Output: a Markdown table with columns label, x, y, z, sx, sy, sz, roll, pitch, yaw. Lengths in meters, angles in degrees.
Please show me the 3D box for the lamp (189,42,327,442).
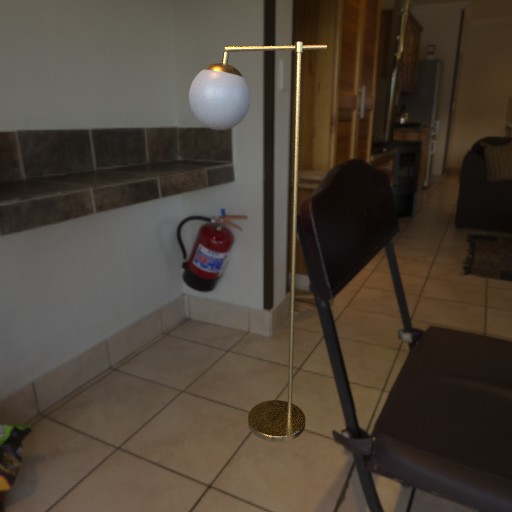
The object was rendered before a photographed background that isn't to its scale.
| label | x | y | z | sx | sy | sz | roll | pitch | yaw |
| --- | --- | --- | --- | --- | --- | --- | --- | --- | --- |
| lamp | 0.000 | 0.000 | 1.721 | 0.476 | 1.505 | 0.249 | 2 | 17 | 8 |
